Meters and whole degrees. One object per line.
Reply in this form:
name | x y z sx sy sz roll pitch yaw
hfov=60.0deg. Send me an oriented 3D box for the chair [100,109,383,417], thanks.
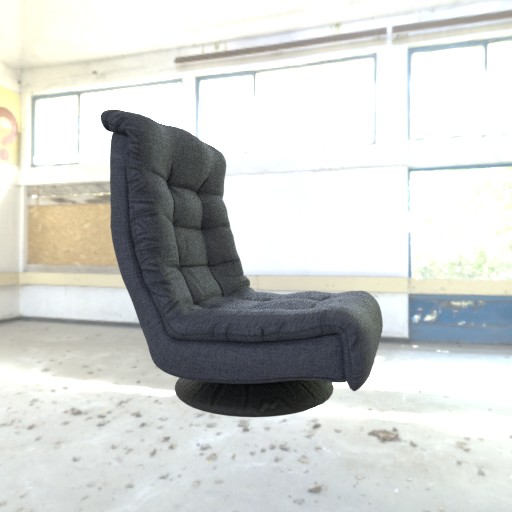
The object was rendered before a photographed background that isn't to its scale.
chair | 0.000 0.000 1.230 0.668 0.749 0.597 0 1 18
